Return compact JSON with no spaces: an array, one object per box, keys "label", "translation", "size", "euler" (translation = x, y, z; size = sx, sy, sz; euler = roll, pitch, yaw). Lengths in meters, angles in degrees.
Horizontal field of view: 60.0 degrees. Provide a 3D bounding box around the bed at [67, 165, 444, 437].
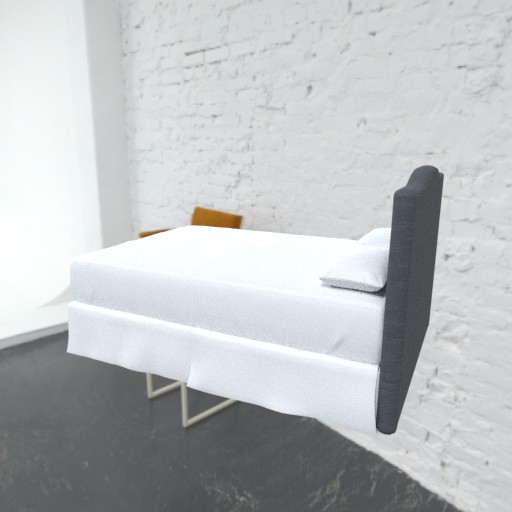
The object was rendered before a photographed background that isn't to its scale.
[{"label":"bed","translation":[0.000,0.000,3.487],"size":[2.507,1.441,1.747],"euler":[7,16,26]}]
